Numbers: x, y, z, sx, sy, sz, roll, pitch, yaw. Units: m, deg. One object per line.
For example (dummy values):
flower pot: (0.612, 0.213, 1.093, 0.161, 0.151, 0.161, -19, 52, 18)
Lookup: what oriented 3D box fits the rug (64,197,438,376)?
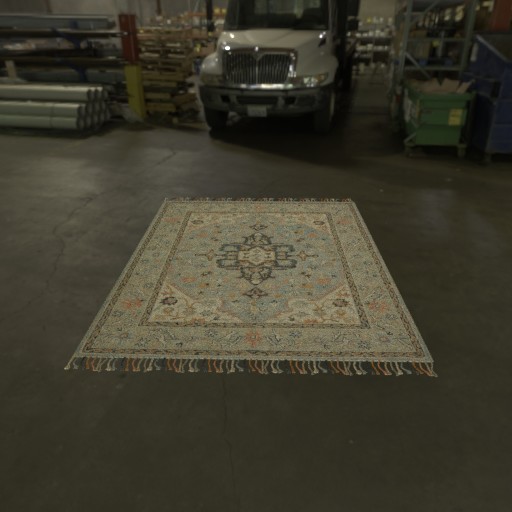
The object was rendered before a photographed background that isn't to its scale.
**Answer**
rug: (0.000, 0.000, 4.214, 2.379, 0.011, 3.221, 1, 27, 1)
